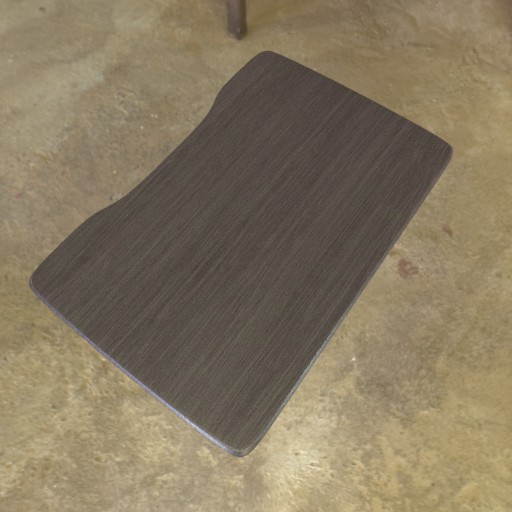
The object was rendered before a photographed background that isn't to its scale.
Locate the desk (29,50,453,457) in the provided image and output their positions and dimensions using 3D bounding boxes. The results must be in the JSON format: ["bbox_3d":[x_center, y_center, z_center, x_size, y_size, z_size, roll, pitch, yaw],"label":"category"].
[{"bbox_3d":[0.000,0.000,1.138,0.546,0.470,0.820,34,70,14],"label":"desk"}]
